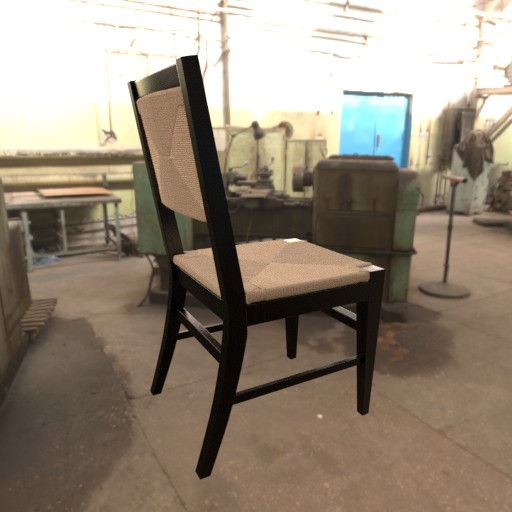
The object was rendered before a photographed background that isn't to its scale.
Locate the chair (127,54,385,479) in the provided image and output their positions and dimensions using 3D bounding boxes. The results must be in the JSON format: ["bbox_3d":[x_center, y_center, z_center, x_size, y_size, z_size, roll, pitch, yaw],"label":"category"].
[{"bbox_3d":[0.000,0.000,1.227,0.552,0.927,0.437,-8,17,-27],"label":"chair"}]
